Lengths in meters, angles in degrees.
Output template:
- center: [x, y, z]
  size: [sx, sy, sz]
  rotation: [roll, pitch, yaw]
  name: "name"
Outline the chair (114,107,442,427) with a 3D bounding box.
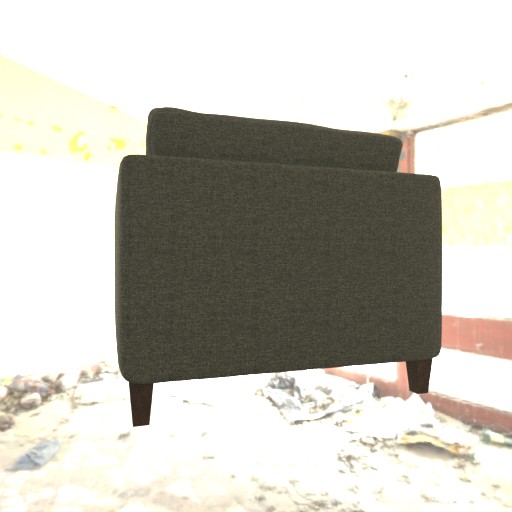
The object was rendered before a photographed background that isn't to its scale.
- center: [0.000, 0.000, 1.819]
  size: [1.107, 0.963, 0.959]
  rotation: [0, 0, -18]
  name: "chair"
